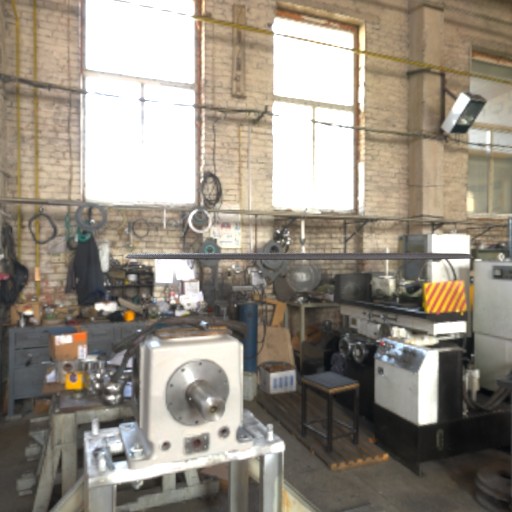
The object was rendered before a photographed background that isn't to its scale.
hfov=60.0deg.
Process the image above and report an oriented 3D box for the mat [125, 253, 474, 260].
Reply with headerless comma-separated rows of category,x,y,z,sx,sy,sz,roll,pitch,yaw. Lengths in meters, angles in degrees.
mat,0.000,0.000,1.855,1.525,0.022,0.917,0,0,35
